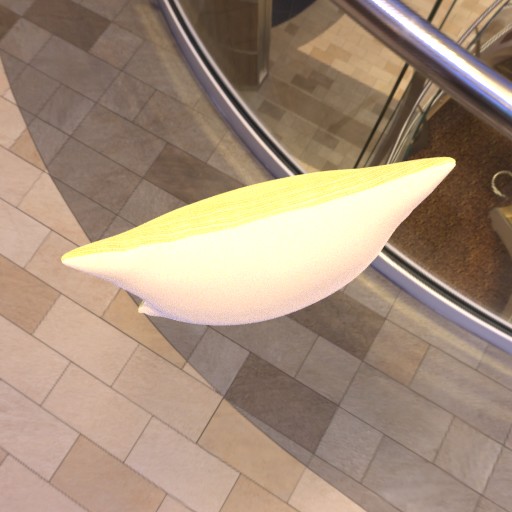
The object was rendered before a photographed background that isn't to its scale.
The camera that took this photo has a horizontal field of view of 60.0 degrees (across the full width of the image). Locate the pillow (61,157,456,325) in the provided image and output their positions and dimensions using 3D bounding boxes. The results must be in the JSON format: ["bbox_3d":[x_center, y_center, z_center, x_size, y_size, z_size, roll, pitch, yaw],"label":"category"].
[{"bbox_3d":[0.000,0.000,0.808,0.560,0.487,0.229,-15,76,-4],"label":"pillow"}]
